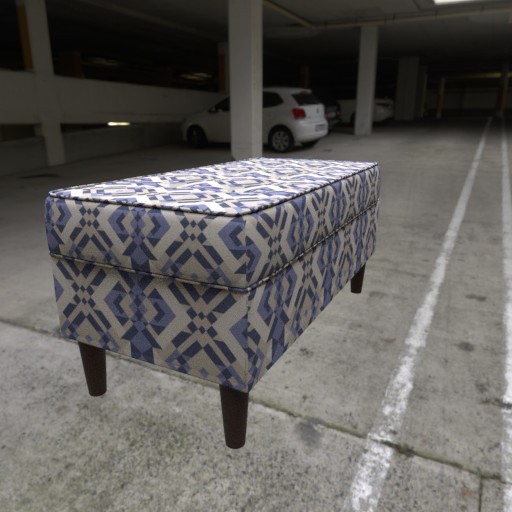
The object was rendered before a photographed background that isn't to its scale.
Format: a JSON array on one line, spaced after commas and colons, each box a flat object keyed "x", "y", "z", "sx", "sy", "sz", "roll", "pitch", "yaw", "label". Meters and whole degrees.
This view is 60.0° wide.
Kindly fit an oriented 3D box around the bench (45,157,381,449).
[{"x": 0.000, "y": 0.000, "z": 1.286, "sx": 0.492, "sy": 0.477, "sz": 1.016, "roll": 9, "pitch": 19, "yaw": 26, "label": "bench"}]
